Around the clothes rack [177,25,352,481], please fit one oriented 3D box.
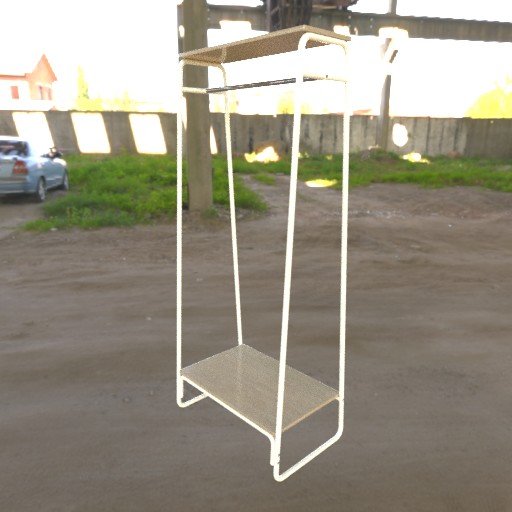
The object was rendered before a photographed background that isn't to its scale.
[{"bbox_3d":[0.000,0.000,1.740,0.400,1.512,0.640,-14,20,-41],"label":"clothes rack"}]
